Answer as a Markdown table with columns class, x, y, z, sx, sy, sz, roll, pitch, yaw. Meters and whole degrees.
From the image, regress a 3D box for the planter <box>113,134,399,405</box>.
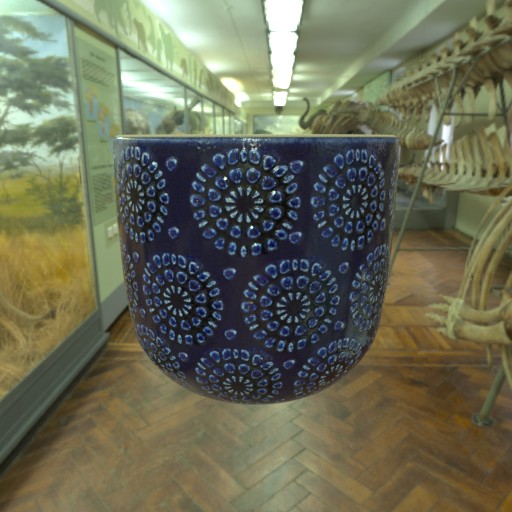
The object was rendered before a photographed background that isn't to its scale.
| class | x | y | z | sx | sy | sz | roll | pitch | yaw |
| --- | --- | --- | --- | --- | --- | --- | --- | --- | --- |
| planter | 0.000 | 0.000 | 0.283 | 0.165 | 0.149 | 0.165 | 0 | 15 | 0 |
